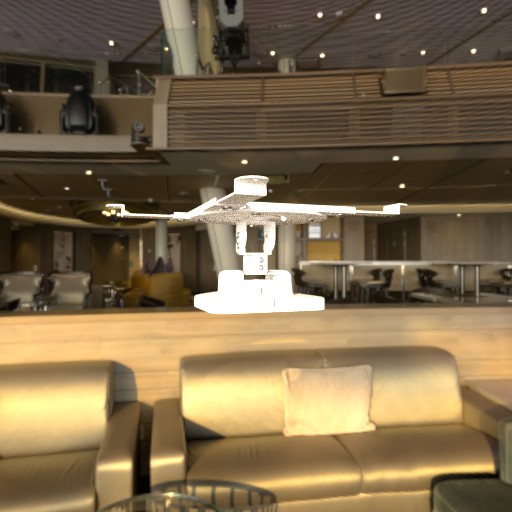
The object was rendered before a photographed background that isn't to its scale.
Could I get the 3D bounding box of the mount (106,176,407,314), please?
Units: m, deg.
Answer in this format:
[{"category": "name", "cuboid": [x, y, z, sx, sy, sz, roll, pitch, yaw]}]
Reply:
[{"category": "mount", "cuboid": [0.000, 0.000, 0.618, 0.394, 0.141, 0.394, 0, -1, -20]}]
